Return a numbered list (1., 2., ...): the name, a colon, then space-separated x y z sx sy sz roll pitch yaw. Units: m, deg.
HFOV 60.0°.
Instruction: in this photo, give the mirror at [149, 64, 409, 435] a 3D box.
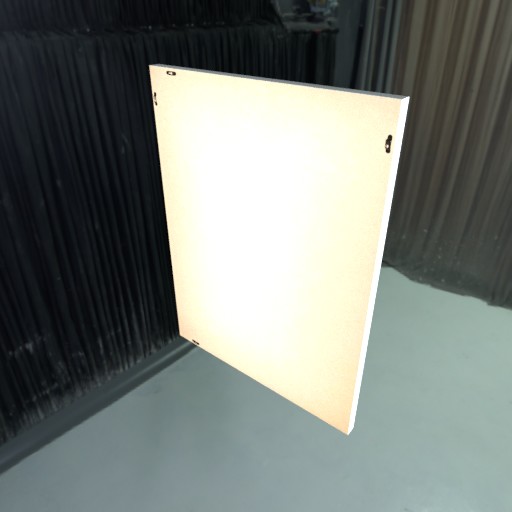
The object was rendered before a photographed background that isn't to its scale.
1. mirror: 0.000 0.000 1.348 0.762 1.016 0.040 22 37 32
